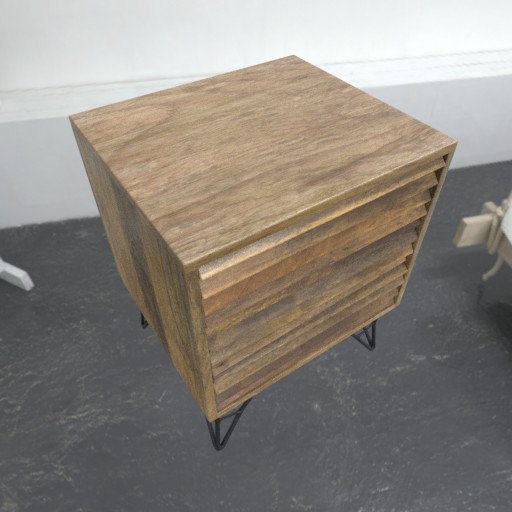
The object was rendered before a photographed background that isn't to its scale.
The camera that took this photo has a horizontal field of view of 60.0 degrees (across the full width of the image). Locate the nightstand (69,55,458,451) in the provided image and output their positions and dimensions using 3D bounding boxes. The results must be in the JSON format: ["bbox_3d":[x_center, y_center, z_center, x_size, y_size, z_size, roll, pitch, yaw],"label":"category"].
[{"bbox_3d":[0.000,0.000,0.881,0.457,0.559,0.406,-25,50,-23],"label":"nightstand"}]
